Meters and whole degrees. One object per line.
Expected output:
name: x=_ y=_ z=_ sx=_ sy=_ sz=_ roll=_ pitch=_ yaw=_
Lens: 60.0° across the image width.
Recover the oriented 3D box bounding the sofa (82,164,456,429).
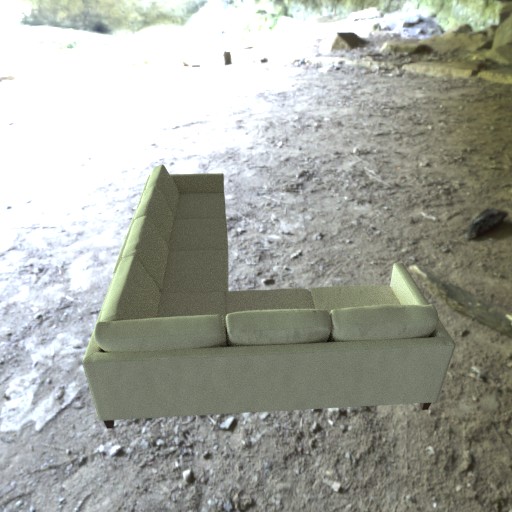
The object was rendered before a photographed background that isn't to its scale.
sofa: x=0.000 y=0.000 z=4.298 sx=2.432 sy=0.863 sz=3.182 roll=-2 pitch=32 yaw=-3
